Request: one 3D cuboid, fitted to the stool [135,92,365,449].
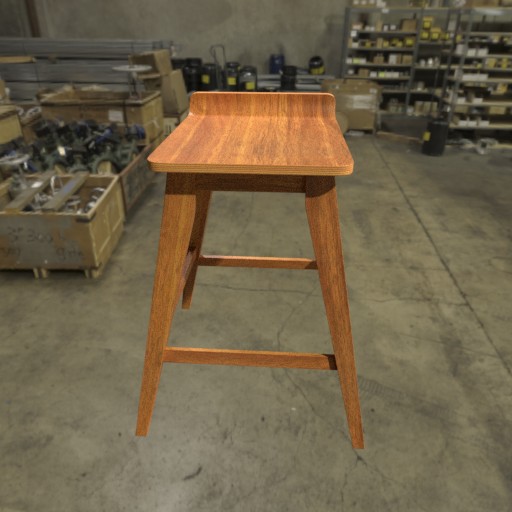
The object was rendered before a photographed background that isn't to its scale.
[{"bbox_3d":[0.000,0.000,1.024,0.500,0.650,0.500,2,29,3],"label":"stool"}]
